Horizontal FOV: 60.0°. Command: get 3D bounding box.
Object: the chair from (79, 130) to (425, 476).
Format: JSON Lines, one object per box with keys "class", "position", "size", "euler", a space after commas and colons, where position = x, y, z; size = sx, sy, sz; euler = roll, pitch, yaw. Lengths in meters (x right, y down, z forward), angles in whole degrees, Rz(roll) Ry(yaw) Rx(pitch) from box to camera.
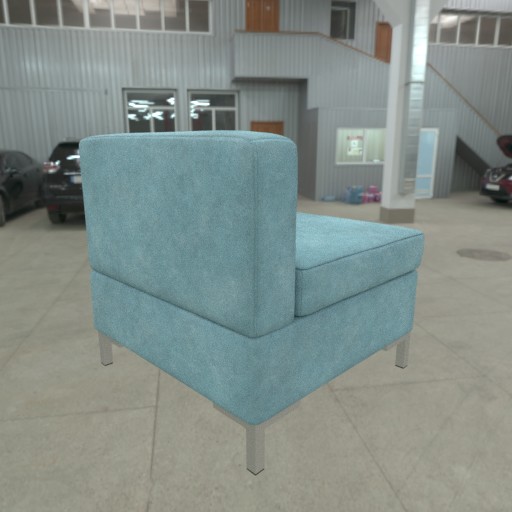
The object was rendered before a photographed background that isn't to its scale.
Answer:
{"class": "chair", "position": [0.000, 0.000, 1.235], "size": [0.684, 0.660, 0.691], "euler": [-14, 20, -43]}
